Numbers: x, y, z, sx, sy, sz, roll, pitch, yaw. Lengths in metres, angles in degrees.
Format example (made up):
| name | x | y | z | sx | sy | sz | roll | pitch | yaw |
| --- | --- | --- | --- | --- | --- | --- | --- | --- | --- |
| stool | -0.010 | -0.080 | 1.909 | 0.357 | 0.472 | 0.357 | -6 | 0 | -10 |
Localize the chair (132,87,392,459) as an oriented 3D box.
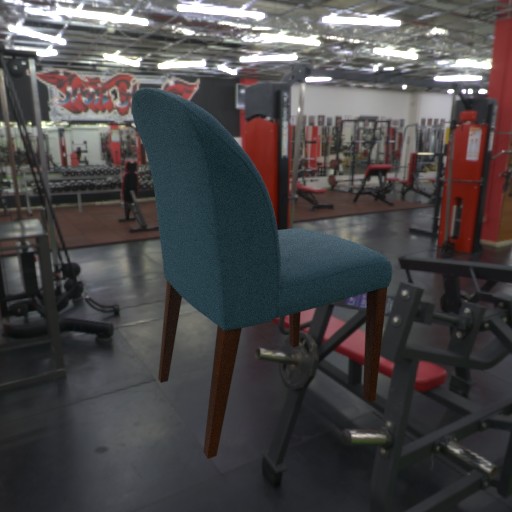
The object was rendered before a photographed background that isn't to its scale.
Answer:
| name | x | y | z | sx | sy | sz | roll | pitch | yaw |
| --- | --- | --- | --- | --- | --- | --- | --- | --- | --- |
| chair | 0.000 | 0.000 | 1.281 | 0.620 | 0.879 | 0.507 | -8 | 16 | -27 |
